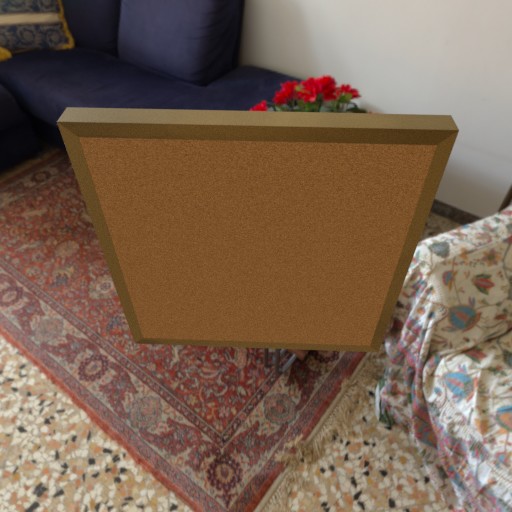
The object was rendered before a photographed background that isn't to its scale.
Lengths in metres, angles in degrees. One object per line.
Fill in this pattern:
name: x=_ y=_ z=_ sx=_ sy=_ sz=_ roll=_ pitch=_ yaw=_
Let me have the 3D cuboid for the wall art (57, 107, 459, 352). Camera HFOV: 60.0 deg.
wall art: x=0.000 y=0.000 z=0.753 sx=0.507 sy=0.508 sz=0.038 roll=2 pitch=46 yaw=2
